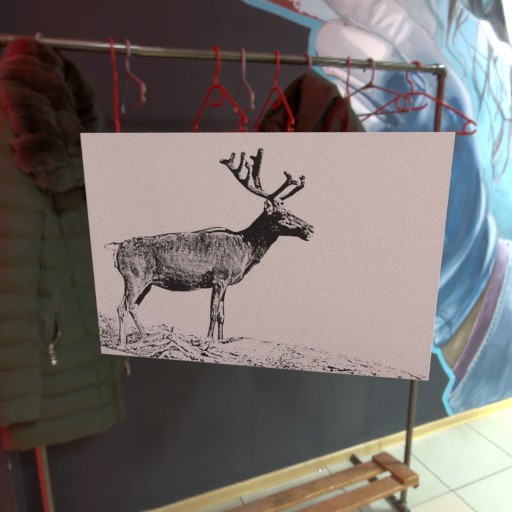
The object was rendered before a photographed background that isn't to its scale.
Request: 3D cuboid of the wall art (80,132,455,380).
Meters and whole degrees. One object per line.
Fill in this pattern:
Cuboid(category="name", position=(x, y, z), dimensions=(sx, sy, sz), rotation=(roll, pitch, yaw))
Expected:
Cuboid(category="wall art", position=(0.000, 0.000, 1.153), dimensions=(0.906, 0.617, 0.033), rotation=(2, 15, 9))
